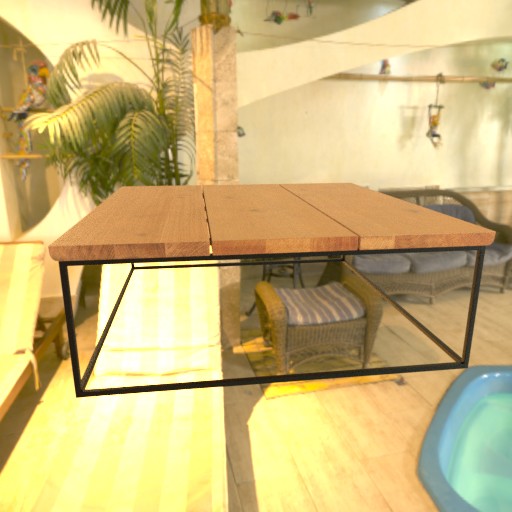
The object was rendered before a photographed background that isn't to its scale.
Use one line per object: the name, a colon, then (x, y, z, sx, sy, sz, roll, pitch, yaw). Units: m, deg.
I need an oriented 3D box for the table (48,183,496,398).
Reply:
table: (0.000, 0.000, 1.652, 1.100, 0.400, 1.100, -2, 16, -8)
